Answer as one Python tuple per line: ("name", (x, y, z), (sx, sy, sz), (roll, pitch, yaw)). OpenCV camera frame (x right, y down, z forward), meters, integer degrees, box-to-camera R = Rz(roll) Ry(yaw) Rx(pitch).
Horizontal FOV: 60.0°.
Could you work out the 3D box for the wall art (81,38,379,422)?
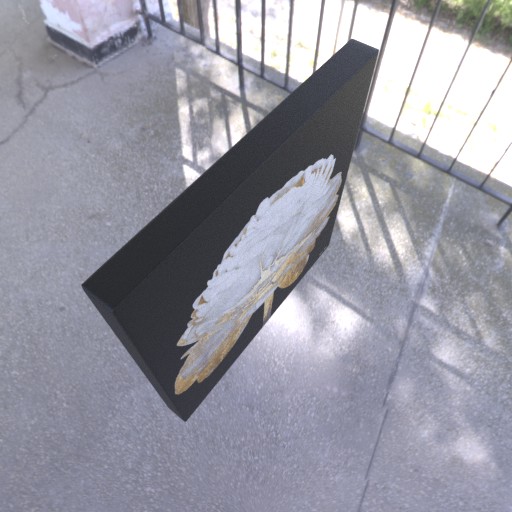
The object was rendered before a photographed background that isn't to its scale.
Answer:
("wall art", (0.000, 0.000, 0.593), (0.041, 0.407, 0.406), (33, 64, 19))
